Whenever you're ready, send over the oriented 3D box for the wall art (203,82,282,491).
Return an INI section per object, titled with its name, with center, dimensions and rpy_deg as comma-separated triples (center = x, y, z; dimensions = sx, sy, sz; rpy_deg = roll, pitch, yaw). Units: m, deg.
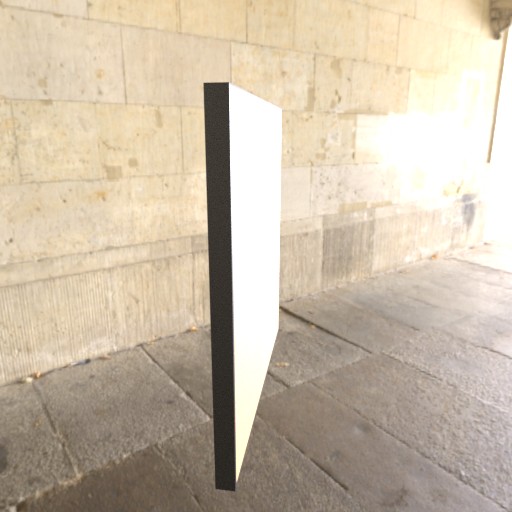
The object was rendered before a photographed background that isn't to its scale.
[wall art]
center = 0.000, 0.000, 1.153
dimensions = 0.042, 0.766, 0.769
rpy_deg = 2, 16, 9
